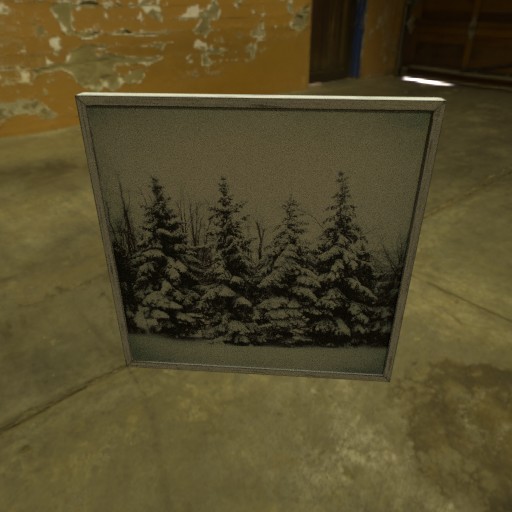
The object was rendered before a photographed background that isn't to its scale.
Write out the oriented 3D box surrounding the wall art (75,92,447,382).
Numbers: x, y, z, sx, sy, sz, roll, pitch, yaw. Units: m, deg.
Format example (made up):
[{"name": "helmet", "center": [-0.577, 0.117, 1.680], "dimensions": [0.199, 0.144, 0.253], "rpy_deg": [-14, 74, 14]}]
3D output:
[{"name": "wall art", "center": [0.000, 0.000, 1.106], "dimensions": [0.761, 0.761, 0.037], "rpy_deg": [2, 29, 4]}]
